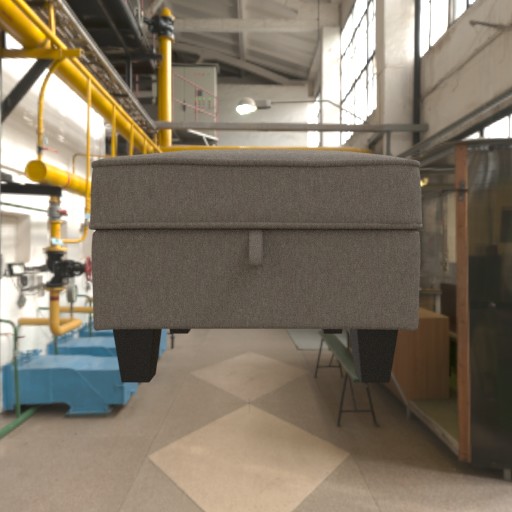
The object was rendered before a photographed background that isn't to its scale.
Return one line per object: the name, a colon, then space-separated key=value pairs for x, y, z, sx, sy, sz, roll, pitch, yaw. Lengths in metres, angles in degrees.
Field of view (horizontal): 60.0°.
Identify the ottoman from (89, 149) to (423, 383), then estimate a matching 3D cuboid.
ottoman: x=0.000 y=0.000 z=1.422 sx=0.808 sy=0.612 sz=0.871 roll=0 pitch=1 yaw=0
